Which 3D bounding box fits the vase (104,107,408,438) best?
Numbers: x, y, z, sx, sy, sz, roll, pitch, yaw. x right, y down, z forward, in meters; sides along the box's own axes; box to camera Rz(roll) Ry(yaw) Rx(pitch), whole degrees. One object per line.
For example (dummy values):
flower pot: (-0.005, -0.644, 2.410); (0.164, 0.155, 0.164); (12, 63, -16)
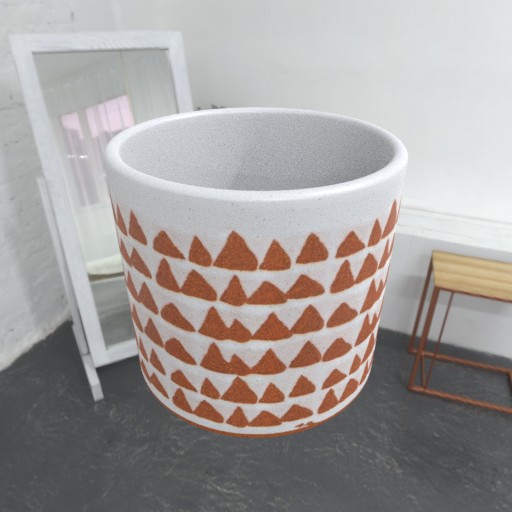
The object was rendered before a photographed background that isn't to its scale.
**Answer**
vase: (0.000, 0.000, 0.238); (0.137, 0.127, 0.137); (0, 30, 0)
